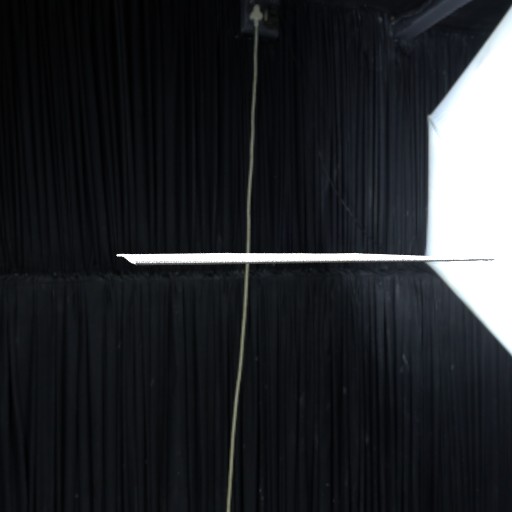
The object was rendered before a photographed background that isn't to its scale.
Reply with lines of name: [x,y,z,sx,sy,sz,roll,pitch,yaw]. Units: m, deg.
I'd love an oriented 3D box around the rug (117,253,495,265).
rug: [0.000,0.000,4.949,2.873,0.053,3.778,0,1,-19]
